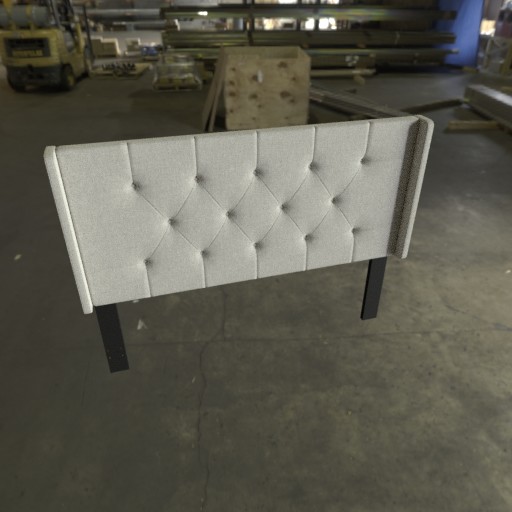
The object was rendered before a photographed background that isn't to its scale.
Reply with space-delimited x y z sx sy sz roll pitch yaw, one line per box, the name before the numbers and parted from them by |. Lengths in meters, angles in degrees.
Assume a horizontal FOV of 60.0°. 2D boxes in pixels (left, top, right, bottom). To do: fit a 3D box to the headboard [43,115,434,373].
headboard | 0.000 0.000 2.707 2.051 1.524 0.184 -9 33 -14
